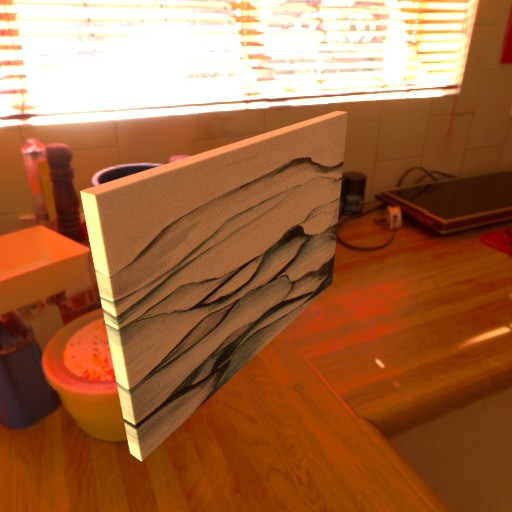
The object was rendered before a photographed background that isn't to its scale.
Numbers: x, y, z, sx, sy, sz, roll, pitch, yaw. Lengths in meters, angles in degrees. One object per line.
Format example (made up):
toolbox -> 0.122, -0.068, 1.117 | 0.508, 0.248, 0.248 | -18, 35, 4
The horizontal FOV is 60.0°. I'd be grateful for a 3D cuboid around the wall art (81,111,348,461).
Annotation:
wall art -> 0.000, 0.000, 1.162 | 0.039, 0.609, 0.914 | 18, 32, 31
